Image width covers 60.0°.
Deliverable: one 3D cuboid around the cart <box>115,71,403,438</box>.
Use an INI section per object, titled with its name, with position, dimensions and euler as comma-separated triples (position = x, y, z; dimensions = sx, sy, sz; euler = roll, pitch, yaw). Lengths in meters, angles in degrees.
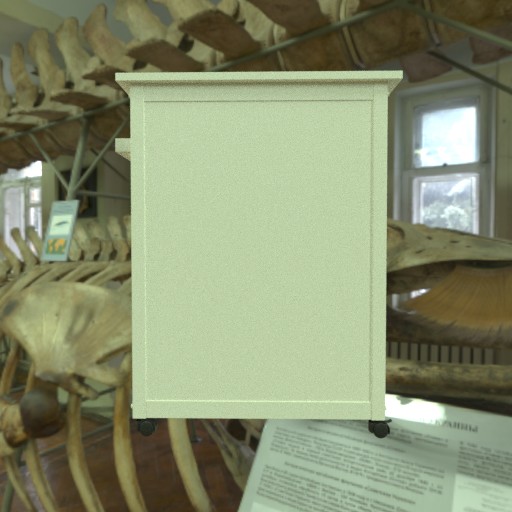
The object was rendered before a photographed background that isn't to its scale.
[cart]
position = 0.000, 0.000, 1.257
dimensions = 0.683, 0.864, 0.442
euler = 0, 2, 1
